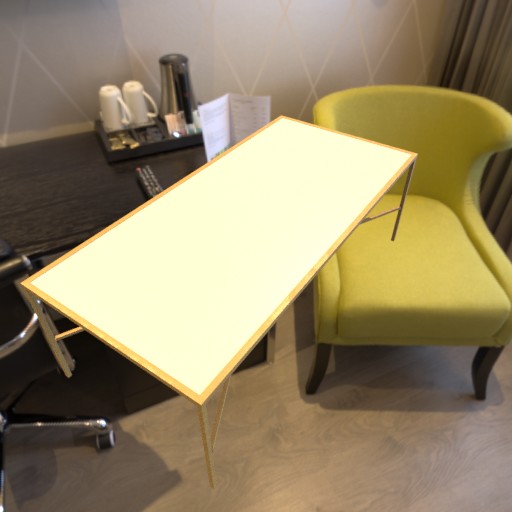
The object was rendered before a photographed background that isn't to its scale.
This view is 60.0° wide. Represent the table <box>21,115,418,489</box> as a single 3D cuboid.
[{"bbox_3d":[0.000,0.000,1.474,0.580,0.398,1.206,24,47,25],"label":"table"}]
